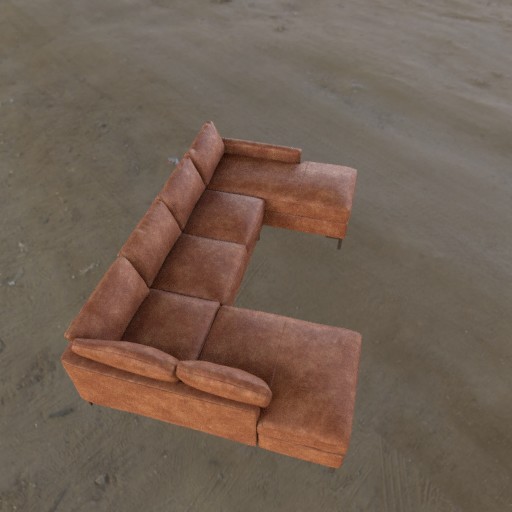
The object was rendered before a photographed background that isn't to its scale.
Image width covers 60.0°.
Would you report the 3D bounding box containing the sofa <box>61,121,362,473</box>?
[{"bbox_3d":[0.000,0.000,3.853,1.939,0.900,2.956,11,47,10],"label":"sofa"}]
